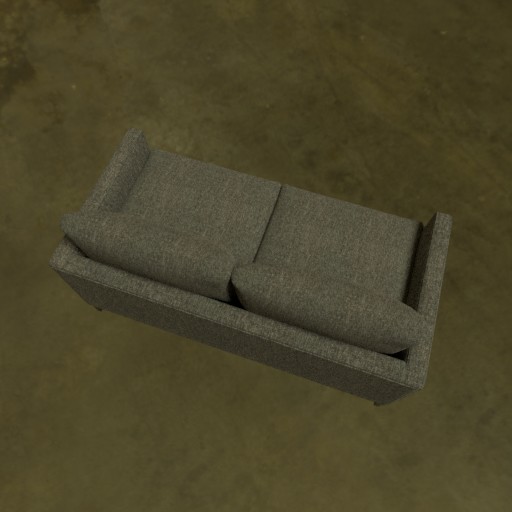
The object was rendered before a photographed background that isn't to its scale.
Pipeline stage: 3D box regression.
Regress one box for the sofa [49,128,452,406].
[{"bbox_3d":[0.000,0.000,2.208,1.716,0.862,0.866,17,65,8],"label":"sofa"}]
